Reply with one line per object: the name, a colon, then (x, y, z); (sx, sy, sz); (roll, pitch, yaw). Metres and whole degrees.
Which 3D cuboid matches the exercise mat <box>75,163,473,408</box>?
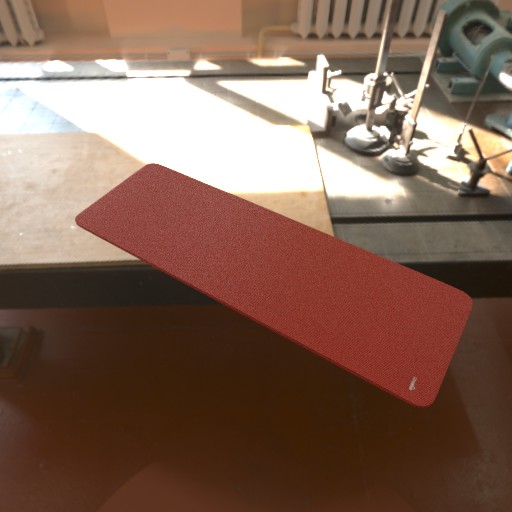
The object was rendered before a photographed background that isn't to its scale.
exercise mat: (0.000, 0.000, 2.089); (1.869, 0.021, 0.616); (25, 52, 22)
